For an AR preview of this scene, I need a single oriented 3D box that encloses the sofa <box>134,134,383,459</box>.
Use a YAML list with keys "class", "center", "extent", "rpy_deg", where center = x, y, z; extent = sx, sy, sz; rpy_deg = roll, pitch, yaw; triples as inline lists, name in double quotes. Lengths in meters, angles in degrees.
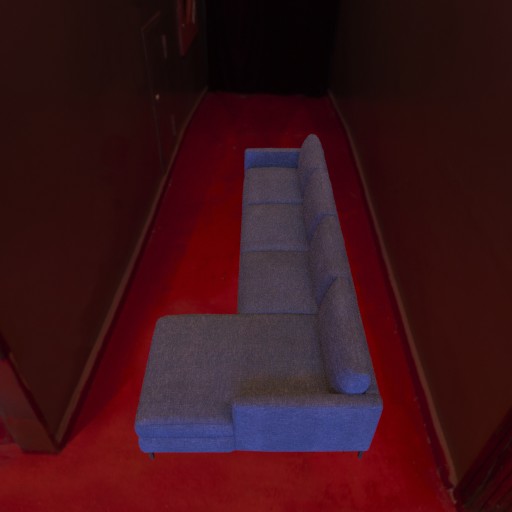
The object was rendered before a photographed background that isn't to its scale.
- class: "sofa"
  center: [0.000, 0.000, 3.512]
  extent: [1.350, 0.810, 2.932]
  rpy_deg: [0, 41, 0]
